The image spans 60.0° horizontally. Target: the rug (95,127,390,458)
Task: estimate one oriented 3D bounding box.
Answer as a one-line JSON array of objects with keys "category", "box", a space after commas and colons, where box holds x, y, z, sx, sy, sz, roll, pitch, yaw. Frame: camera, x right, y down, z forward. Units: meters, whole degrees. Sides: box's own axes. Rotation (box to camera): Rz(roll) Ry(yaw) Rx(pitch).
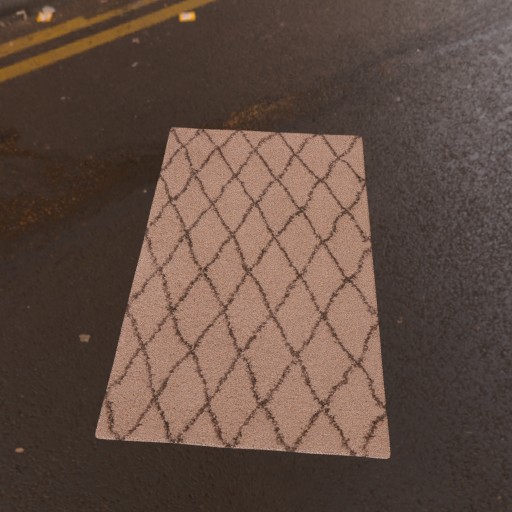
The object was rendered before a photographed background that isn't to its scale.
[{"category": "rug", "box": [0.000, 0.000, 3.390, 1.778, 0.030, 2.743, 3, 57, 2]}]
